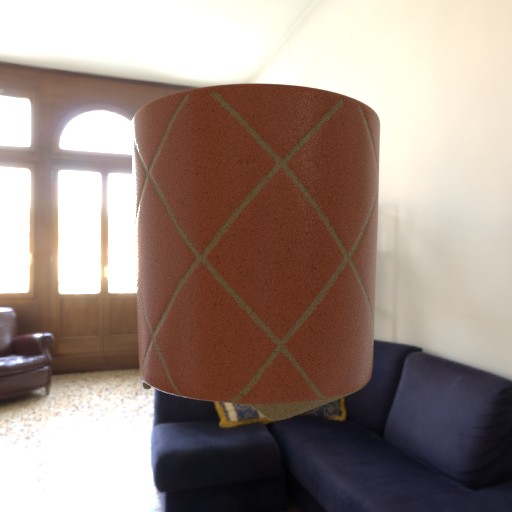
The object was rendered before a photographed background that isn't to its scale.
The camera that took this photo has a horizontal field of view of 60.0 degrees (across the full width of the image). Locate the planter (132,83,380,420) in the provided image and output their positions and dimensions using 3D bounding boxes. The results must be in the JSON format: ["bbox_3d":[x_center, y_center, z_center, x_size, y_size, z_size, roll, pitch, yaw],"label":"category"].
[{"bbox_3d":[0.000,0.000,0.351,0.191,0.200,0.191,0,-1,0],"label":"planter"}]
